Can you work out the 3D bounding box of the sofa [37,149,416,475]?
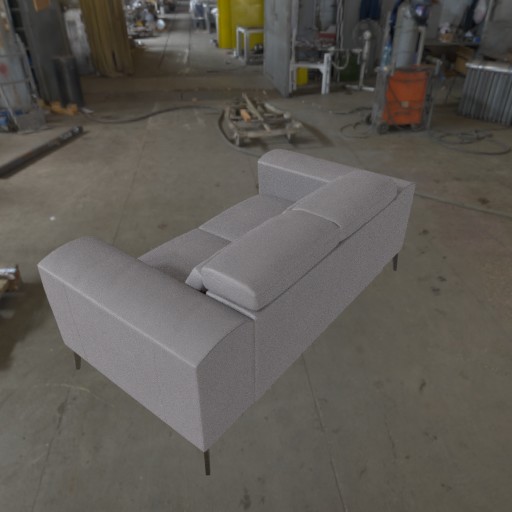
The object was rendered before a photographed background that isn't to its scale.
[{"bbox_3d":[0.000,0.000,2.421,1.003,0.779,1.895,23,39,31],"label":"sofa"}]
